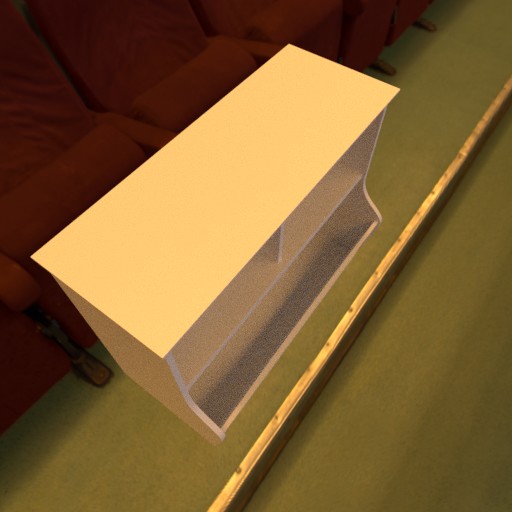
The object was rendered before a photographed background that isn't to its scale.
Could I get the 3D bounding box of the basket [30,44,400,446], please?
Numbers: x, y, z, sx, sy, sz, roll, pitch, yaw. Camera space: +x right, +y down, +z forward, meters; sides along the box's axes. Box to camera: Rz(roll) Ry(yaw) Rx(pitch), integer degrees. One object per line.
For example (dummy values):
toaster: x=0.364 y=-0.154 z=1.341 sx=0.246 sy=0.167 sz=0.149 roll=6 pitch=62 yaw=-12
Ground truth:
basket: x=0.000 y=0.000 z=1.134 sx=0.376 sy=0.625 sz=0.792 roll=31 pitch=62 yaw=19
